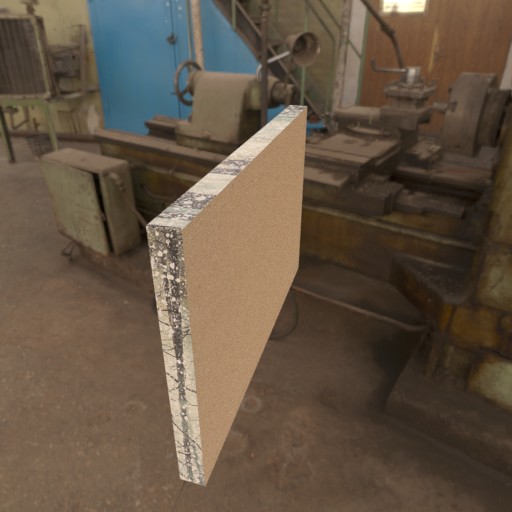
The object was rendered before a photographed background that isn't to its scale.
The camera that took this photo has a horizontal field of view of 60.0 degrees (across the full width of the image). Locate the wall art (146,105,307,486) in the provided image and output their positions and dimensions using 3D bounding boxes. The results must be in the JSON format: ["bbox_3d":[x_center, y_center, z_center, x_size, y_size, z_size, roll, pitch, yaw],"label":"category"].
[{"bbox_3d":[0.000,0.000,0.781,0.042,0.398,0.618,9,31,15],"label":"wall art"}]
